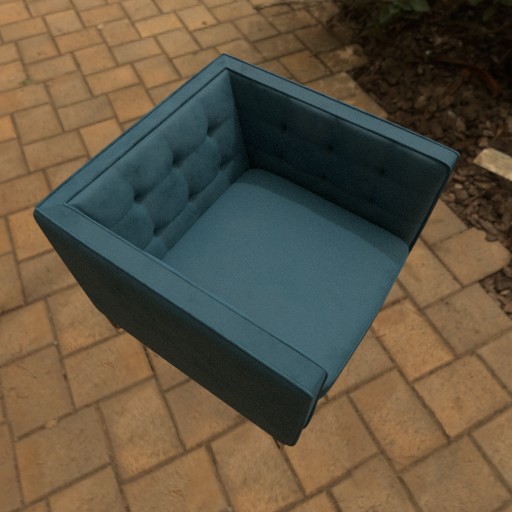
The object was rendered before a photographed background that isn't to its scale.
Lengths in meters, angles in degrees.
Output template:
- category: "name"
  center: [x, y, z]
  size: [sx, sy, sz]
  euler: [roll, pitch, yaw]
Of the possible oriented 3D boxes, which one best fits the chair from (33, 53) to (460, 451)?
- category: "chair"
  center: [0.000, 0.000, 1.543]
  size: [0.894, 0.790, 0.880]
  euler: [30, 62, 18]
